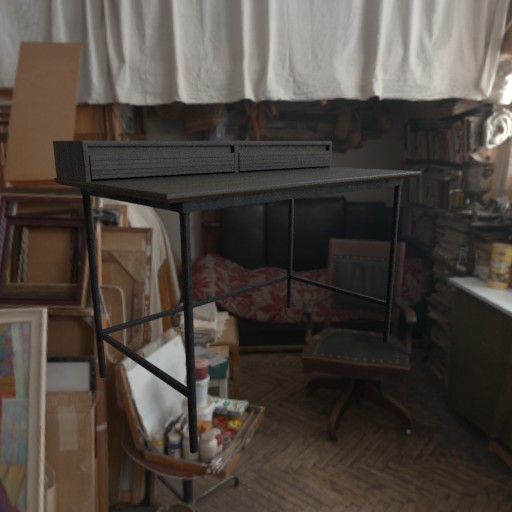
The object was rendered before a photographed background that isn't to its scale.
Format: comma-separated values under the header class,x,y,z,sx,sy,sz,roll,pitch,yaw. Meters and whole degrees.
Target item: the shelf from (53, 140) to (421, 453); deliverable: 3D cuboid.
class,x,y,z,sx,sy,sz,roll,pitch,yaw
shelf,0.000,0.000,1.723,1.212,0.865,0.685,-13,19,-42
